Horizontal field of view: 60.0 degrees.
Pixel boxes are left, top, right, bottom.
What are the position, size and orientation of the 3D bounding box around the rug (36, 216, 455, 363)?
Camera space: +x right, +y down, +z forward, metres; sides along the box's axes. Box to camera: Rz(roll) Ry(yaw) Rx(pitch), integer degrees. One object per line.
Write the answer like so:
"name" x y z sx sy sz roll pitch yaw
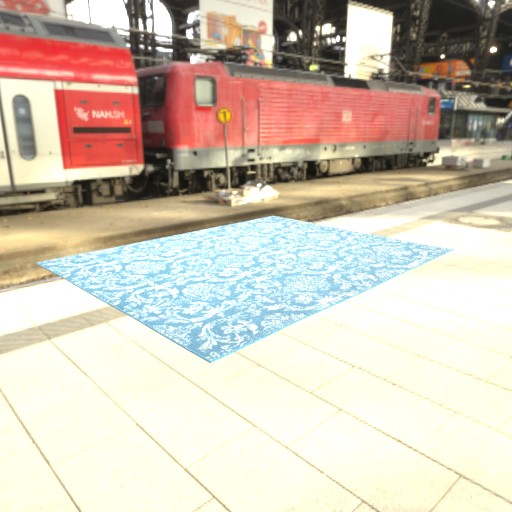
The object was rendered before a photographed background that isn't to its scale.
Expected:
"rug" 0.000 0.000 4.000 2.980 0.012 2.363 -16 22 -43
